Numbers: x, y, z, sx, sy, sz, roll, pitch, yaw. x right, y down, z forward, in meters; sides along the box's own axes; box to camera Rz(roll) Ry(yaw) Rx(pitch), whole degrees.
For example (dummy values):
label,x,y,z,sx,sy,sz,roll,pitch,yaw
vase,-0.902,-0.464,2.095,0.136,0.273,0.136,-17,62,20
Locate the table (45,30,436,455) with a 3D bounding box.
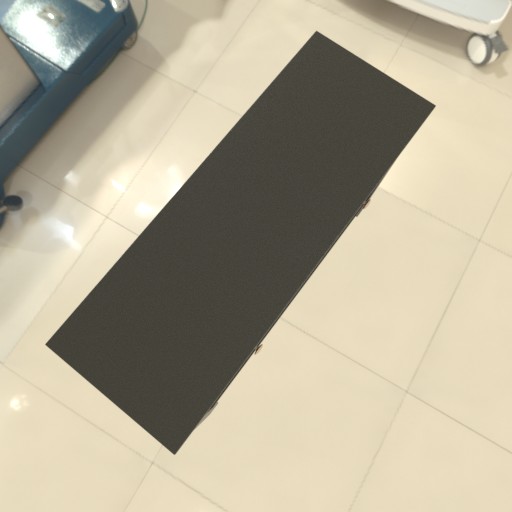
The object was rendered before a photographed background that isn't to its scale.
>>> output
label,x,y,z,sx,sy,sz,roll,pitch,yaw
table,0.000,0.000,1.450,0.397,0.753,1.068,36,79,9
